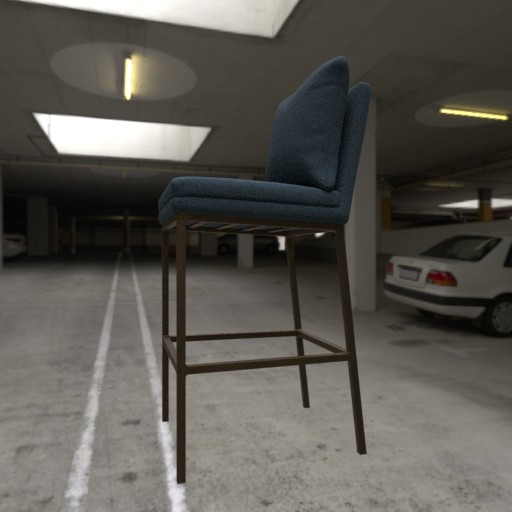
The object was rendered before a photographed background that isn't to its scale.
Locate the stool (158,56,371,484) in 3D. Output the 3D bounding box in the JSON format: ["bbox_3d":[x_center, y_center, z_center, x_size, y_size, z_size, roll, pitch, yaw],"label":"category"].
[{"bbox_3d":[0.000,0.000,1.381,0.568,1.124,0.463,0,0,-17],"label":"stool"}]
